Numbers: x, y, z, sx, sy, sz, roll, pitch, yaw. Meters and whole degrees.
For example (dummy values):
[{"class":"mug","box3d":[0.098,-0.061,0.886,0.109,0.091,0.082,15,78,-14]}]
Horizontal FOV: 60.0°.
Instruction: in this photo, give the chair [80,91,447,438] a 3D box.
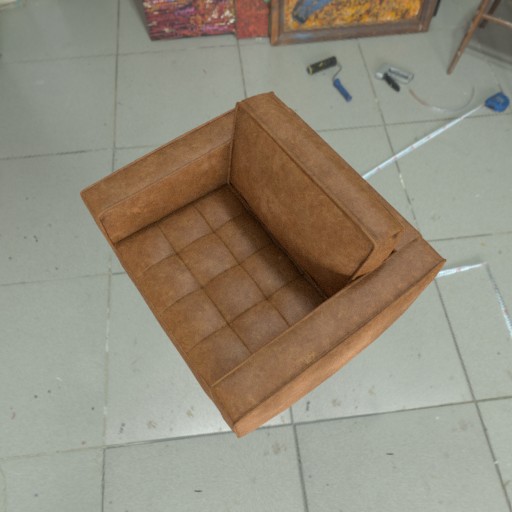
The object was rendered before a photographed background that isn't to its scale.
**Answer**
[{"class":"chair","box3d":[0.000,0.000,1.552,0.798,0.767,0.928,-33,68,-15]}]
